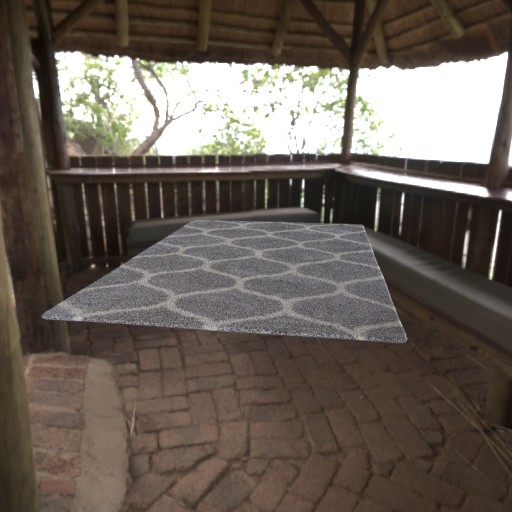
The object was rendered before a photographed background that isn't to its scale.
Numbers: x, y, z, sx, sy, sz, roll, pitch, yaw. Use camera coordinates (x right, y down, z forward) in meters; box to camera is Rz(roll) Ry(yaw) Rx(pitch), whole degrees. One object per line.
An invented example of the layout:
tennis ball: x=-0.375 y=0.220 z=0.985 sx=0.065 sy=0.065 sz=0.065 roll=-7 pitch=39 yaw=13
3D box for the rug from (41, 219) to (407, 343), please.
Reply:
rug: x=0.000 y=0.000 z=3.397 sx=1.801 sy=0.026 sz=2.701 roll=2 pitch=15 yaw=9
